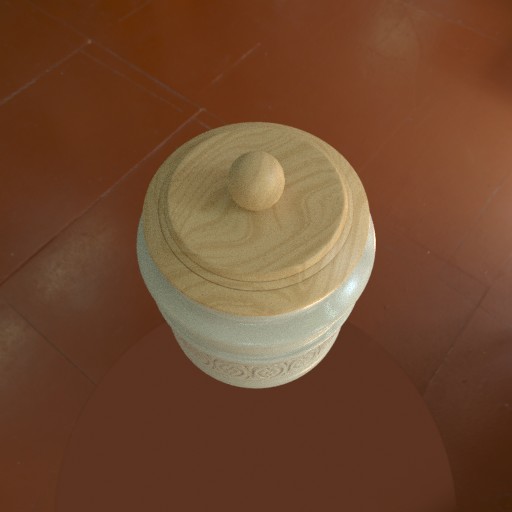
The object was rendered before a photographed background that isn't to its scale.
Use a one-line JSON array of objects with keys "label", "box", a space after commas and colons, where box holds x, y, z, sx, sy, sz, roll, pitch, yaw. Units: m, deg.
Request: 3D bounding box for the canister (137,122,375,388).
[{"label": "canister", "box": [0.000, 0.000, 0.268, 0.130, 0.176, 0.130, 0, 63, 0]}]
